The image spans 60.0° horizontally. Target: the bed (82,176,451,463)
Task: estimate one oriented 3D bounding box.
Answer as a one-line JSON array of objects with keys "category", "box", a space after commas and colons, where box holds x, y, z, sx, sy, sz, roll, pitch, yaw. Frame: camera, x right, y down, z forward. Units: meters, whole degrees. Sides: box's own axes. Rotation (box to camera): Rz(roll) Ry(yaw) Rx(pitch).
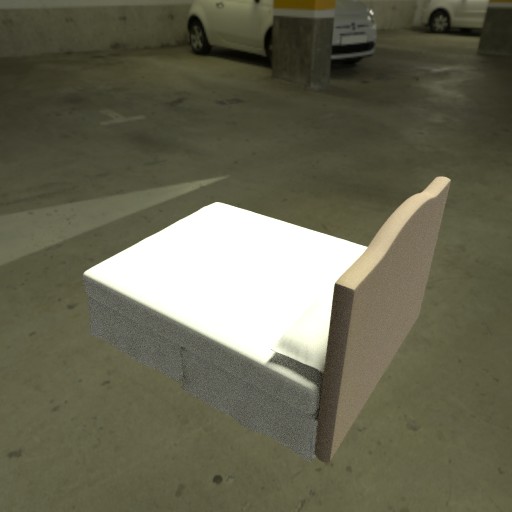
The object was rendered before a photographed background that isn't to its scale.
[{"category": "bed", "box": [0.000, 0.000, 3.509, 2.282, 1.436, 1.821, 20, 36, 29]}]
